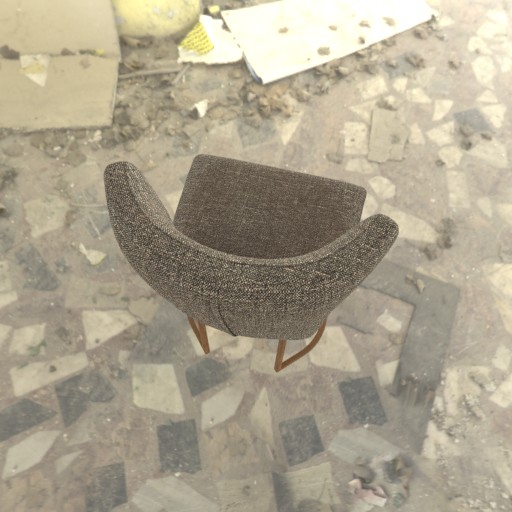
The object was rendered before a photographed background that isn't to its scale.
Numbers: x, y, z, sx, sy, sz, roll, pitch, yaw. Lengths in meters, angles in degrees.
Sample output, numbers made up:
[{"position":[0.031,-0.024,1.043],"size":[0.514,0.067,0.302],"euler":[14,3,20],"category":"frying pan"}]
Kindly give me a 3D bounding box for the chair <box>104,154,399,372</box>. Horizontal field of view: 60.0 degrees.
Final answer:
[{"position":[0.000,0.000,1.261],"size":[0.611,0.824,0.617],"euler":[13,63,7],"category":"chair"}]
